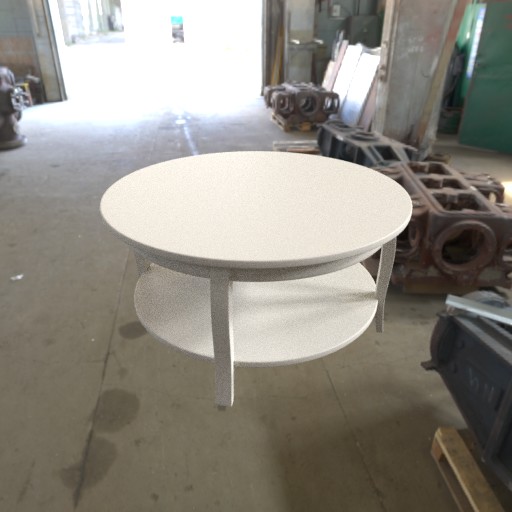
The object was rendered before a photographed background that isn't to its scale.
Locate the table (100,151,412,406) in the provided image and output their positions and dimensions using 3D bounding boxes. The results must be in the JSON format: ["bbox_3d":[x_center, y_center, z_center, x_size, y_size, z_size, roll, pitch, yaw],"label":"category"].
[{"bbox_3d":[0.000,0.000,1.457,0.910,0.457,0.910,0,28,0],"label":"table"}]
